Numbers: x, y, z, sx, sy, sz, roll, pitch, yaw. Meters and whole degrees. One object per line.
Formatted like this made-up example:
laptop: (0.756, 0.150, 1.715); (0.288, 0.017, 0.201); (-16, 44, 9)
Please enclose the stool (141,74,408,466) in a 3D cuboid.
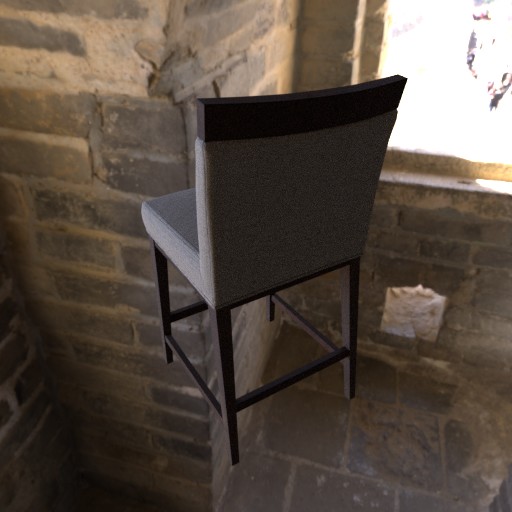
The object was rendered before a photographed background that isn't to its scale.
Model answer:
stool: (0.000, 0.000, 1.297); (0.512, 1.009, 0.531); (-18, 35, -27)
